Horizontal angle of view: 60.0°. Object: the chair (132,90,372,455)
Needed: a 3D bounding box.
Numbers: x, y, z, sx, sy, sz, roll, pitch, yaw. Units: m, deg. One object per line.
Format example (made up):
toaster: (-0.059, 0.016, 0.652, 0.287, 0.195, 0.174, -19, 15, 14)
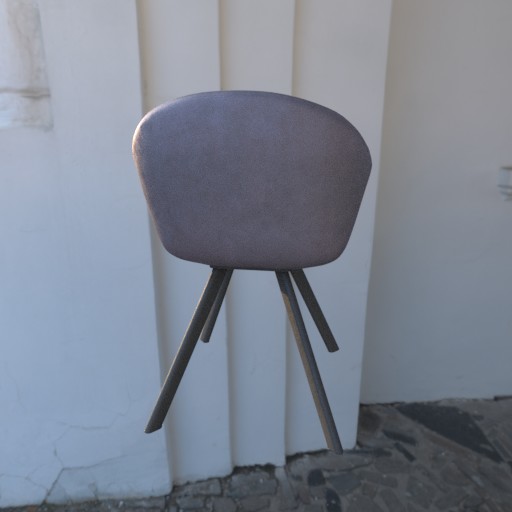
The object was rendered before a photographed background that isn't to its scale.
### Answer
chair: (0.000, 0.000, 1.163, 0.567, 0.781, 0.544, 3, 17, 9)
